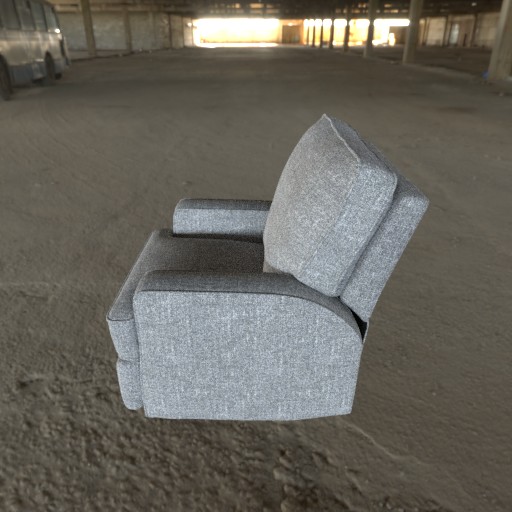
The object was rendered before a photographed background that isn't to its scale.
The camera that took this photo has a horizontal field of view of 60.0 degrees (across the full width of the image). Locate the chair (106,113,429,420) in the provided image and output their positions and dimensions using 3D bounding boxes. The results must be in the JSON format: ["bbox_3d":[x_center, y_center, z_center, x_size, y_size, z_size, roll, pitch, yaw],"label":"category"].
[{"bbox_3d":[0.000,0.000,1.705,0.964,0.962,0.861,0,27,0],"label":"chair"}]
